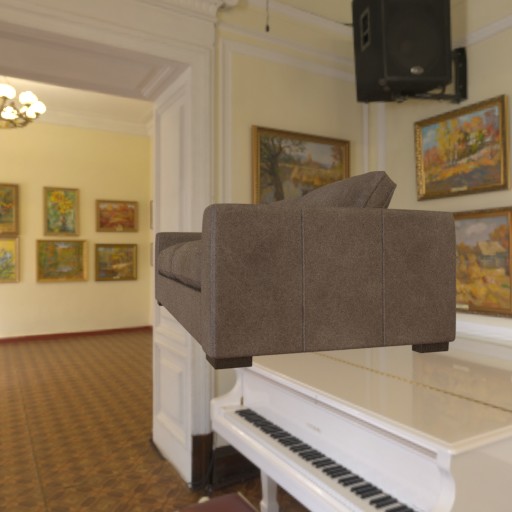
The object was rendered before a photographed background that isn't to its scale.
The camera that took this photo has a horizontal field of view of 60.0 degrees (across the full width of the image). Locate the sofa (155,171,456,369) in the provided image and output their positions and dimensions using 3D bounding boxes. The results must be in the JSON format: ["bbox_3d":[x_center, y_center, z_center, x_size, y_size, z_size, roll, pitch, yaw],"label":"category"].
[{"bbox_3d":[0.000,0.000,2.753,1.070,0.801,2.262,0,0,-18],"label":"sofa"}]
